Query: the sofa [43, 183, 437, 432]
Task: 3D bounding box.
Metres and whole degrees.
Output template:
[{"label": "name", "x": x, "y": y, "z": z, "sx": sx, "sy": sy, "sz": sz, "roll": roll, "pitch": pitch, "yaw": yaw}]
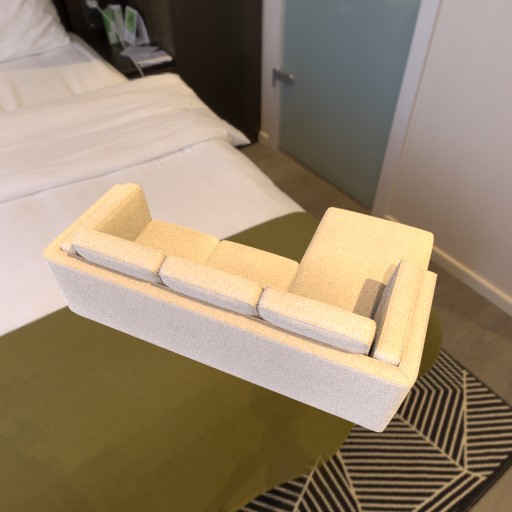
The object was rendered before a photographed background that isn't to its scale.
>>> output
[{"label": "sofa", "x": 0.000, "y": 0.000, "z": 3.240, "sx": 2.411, "sy": 0.929, "sz": 1.604, "roll": 17, "pitch": 47, "yaw": 16}]
